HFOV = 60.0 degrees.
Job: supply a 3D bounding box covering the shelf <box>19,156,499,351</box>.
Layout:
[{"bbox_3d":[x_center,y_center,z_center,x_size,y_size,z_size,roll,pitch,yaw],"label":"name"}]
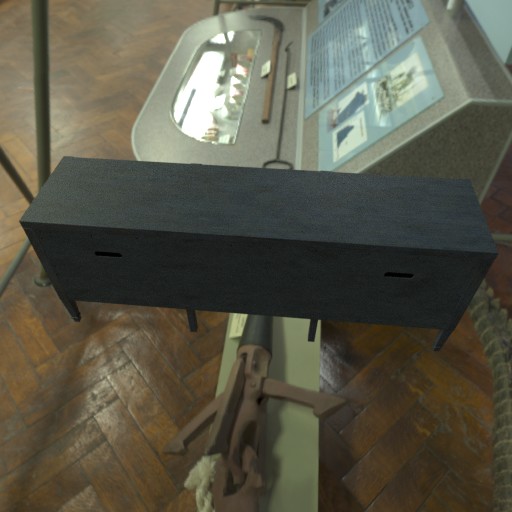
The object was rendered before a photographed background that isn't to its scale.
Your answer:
[{"bbox_3d":[0.000,0.000,2.148,1.878,0.715,0.471,4,47,4],"label":"shelf"}]
